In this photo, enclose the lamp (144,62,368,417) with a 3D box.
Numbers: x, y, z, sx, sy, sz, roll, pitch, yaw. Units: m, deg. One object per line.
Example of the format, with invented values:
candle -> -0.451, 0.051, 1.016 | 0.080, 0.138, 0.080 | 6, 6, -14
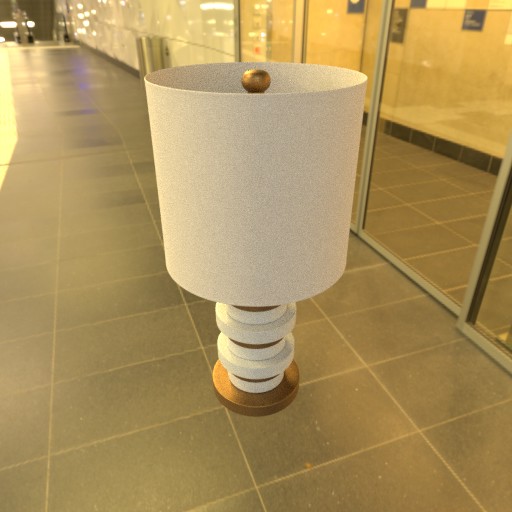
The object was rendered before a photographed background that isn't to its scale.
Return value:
lamp -> 0.000, 0.000, 0.525 | 0.210, 0.410, 0.210 | -22, 36, -34
